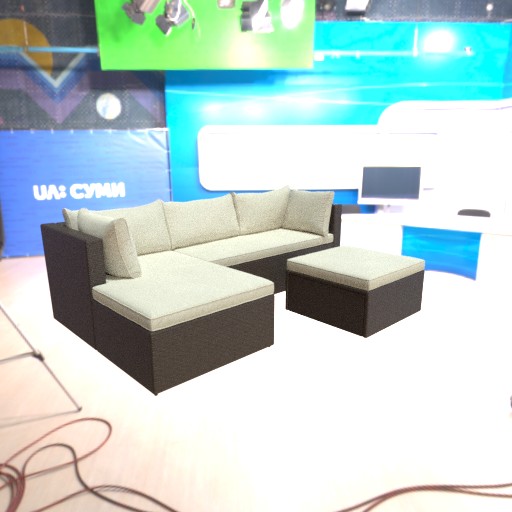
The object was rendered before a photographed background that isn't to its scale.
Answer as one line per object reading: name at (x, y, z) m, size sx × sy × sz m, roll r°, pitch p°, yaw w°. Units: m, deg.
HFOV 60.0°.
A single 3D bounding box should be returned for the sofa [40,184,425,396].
sofa at (0.000, 0.000, 2.980) m, size 2.192 × 0.766 × 1.612 m, roll -13°, pitch 19°, yaw -42°
